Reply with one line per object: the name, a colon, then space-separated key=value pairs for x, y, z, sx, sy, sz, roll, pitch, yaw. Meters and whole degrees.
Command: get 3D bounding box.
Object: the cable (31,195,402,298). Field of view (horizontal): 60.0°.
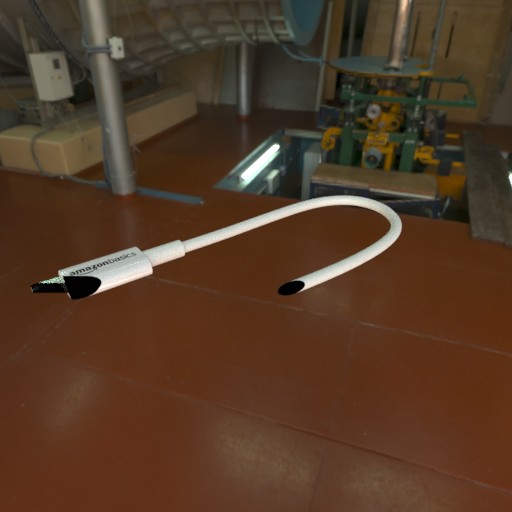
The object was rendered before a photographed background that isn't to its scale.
cable: x=0.000 y=0.000 z=0.112 sx=0.098 sy=0.005 sz=0.041 roll=-21 pitch=37 yaw=-30
